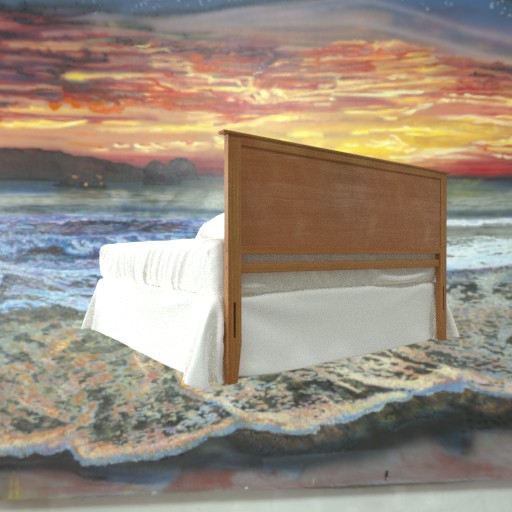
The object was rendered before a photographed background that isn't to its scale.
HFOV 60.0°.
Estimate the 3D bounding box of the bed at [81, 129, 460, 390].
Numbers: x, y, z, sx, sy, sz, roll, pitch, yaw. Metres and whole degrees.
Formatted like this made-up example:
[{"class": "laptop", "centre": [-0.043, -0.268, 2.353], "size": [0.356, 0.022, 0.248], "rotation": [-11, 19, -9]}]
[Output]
[{"class": "bed", "centre": [0.000, 0.000, 3.623], "size": [2.317, 1.270, 2.215], "rotation": [0, 1, -36]}]
